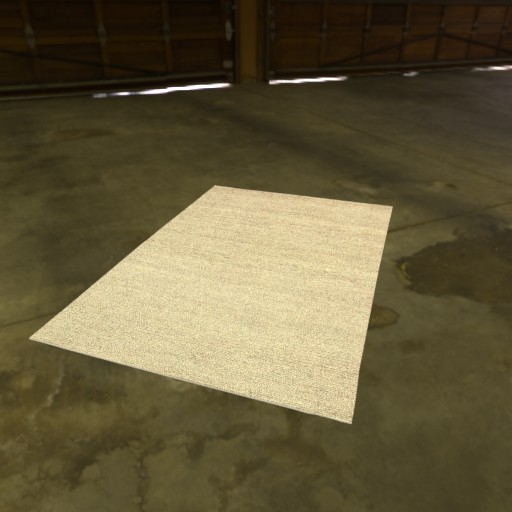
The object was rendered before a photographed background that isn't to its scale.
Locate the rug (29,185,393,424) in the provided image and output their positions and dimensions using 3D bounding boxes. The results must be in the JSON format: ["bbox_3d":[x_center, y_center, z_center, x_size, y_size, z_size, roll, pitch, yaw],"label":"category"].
[{"bbox_3d":[0.000,0.000,2.949,1.609,0.030,2.342,10,31,17],"label":"rug"}]
